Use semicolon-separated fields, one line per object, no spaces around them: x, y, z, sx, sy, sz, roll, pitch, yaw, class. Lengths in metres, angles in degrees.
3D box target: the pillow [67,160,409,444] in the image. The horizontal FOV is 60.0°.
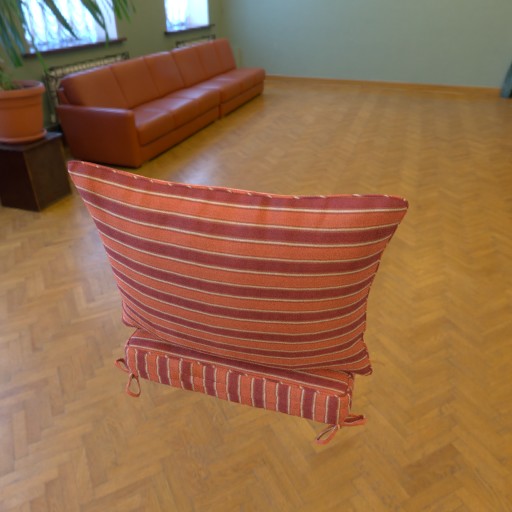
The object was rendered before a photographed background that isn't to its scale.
0.000;0.000;1.377;0.799;0.723;0.733;9;32;15;pillow
